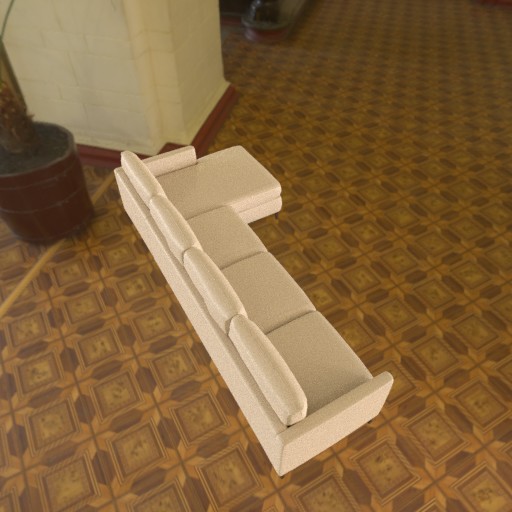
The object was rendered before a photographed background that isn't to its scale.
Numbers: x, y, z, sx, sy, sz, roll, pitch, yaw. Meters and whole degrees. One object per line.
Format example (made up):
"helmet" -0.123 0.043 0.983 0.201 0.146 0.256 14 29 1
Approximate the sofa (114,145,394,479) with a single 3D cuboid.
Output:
"sofa" 0.000 0.000 3.313 1.258 0.755 2.731 -23 51 -20
